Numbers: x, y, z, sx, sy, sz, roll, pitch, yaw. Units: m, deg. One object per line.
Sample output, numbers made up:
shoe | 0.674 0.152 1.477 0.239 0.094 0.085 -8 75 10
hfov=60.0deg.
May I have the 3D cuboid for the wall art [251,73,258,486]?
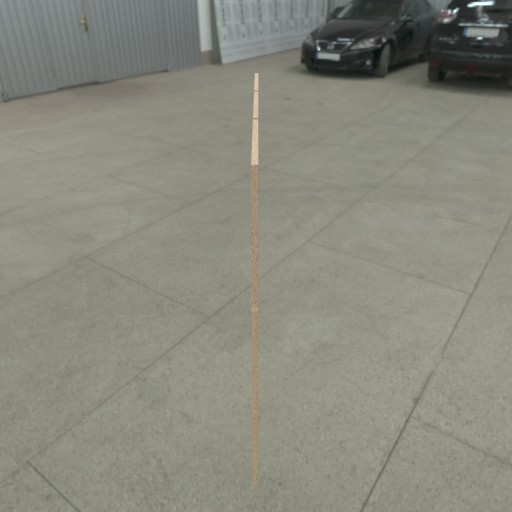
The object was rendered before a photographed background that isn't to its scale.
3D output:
wall art | 0.000 0.000 1.364 0.012 0.910 0.917 0 31 0
